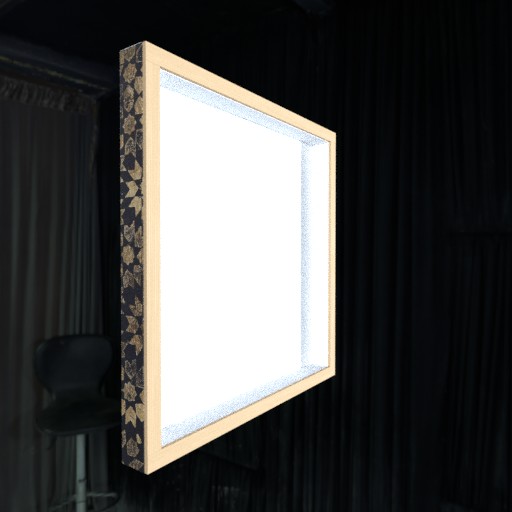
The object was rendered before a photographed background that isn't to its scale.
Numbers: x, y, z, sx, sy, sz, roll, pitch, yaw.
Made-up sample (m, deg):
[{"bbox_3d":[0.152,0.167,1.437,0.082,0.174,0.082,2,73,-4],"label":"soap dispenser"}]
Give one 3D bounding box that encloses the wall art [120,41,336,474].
[{"bbox_3d":[0.000,0.000,0.589,0.038,0.405,0.405,1,1,35],"label":"wall art"}]
